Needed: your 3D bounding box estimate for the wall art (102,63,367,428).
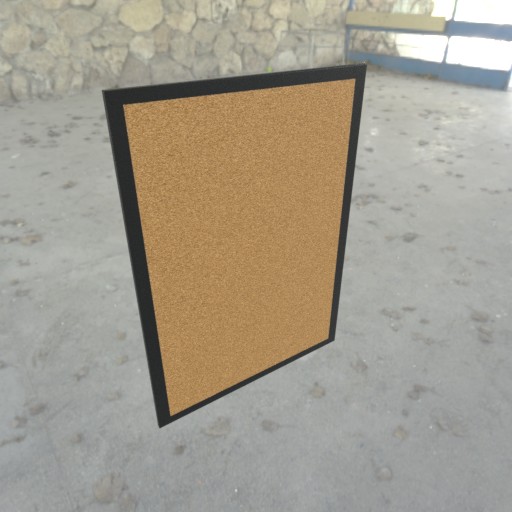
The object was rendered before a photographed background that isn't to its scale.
[{"bbox_3d":[0.000,0.000,1.264,0.707,0.967,0.013,-19,35,-29],"label":"wall art"}]
